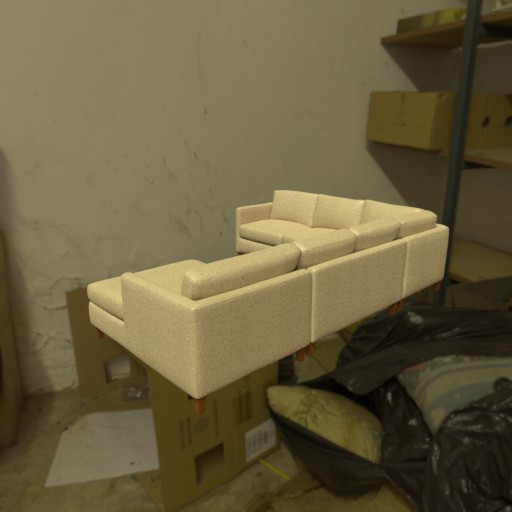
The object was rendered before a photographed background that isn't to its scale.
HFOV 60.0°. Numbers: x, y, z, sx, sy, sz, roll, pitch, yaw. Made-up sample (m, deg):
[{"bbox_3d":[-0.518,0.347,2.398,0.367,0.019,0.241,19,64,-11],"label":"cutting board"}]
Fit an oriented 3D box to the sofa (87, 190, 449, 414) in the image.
[{"bbox_3d":[0.000,0.000,4.683,3.460,0.961,2.594,-14,21,-41],"label":"sofa"}]
